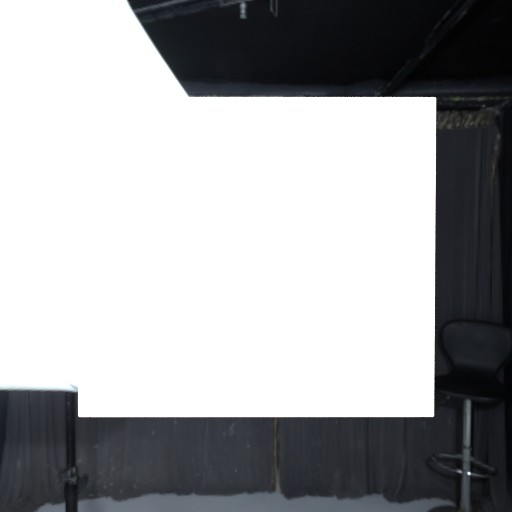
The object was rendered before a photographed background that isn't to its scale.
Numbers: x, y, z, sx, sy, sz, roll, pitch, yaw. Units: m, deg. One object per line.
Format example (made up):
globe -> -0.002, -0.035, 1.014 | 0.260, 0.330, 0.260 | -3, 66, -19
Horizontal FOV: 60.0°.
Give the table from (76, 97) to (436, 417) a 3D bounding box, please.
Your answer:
table -> 0.000, 0.000, 0.915 | 0.570, 0.510, 0.420 | 0, 1, 0
